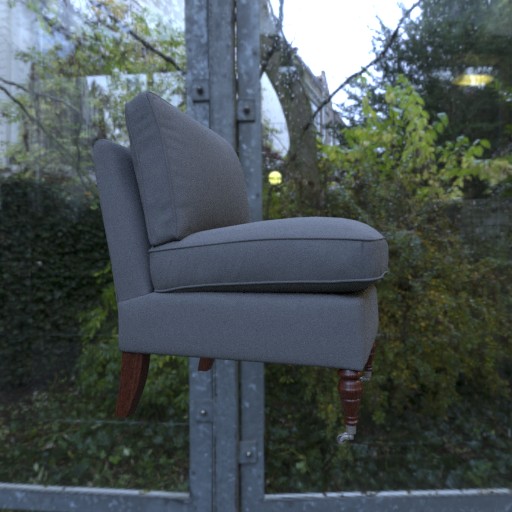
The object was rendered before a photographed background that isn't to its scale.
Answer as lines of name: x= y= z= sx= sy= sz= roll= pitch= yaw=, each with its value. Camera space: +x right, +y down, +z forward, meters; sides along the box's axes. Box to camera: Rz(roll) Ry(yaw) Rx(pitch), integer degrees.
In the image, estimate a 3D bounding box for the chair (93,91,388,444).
chair: x=0.000 y=0.000 z=1.636 sx=0.924 sy=1.045 sz=0.724 roll=0 pitch=0 yaw=18
